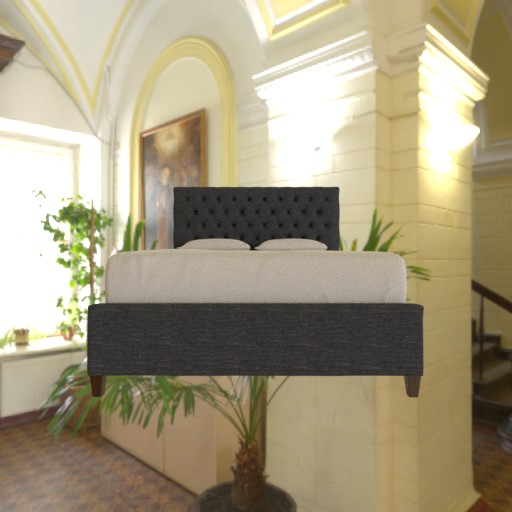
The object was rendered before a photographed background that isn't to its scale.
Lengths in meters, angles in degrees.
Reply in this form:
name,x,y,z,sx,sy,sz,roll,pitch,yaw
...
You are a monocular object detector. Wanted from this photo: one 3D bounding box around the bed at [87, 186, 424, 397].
name,x,y,z,sx,sy,sz,roll,pitch,yaw
bed,0.000,0.000,3.375,1.698,1.427,2.387,0,-1,0
